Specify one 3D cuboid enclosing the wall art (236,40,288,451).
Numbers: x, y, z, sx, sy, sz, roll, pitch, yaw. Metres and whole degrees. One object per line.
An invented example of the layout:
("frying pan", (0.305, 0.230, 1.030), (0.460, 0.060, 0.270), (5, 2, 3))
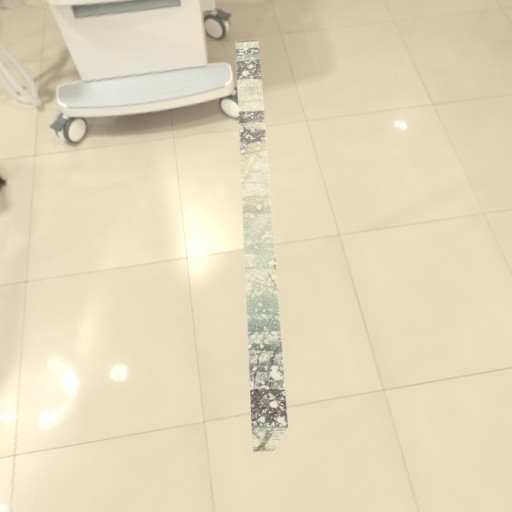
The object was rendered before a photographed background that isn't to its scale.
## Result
("wall art", (0.000, 0.000, 0.789), (0.042, 0.398, 0.618), (-2, 63, -1))
